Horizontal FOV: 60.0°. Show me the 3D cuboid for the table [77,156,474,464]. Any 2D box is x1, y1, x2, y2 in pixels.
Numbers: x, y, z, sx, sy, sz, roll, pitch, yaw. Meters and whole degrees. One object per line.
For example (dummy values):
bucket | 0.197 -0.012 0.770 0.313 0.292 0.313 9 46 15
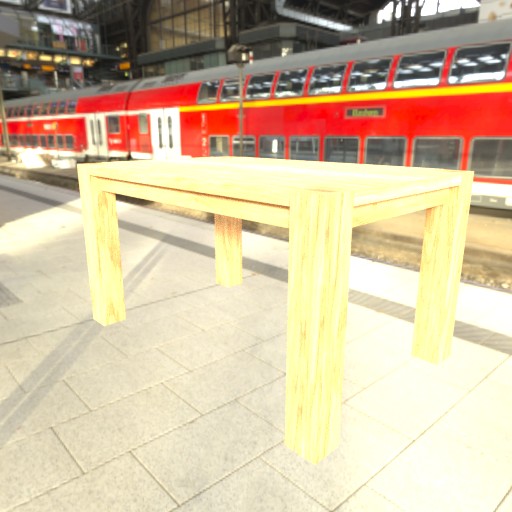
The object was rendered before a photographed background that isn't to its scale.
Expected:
table | 0.000 0.000 1.924 0.900 0.760 1.400 -15 21 -42
